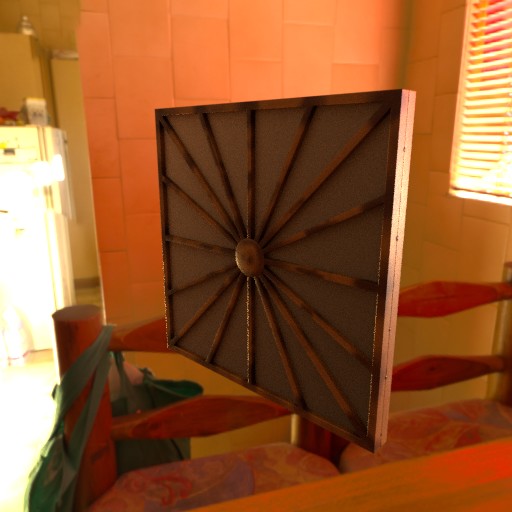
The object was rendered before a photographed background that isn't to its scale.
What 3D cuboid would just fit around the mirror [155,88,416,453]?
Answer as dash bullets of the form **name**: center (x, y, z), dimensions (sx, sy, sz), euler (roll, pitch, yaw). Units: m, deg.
- **mirror**: center (0.000, 0.000, 0.770), dimensions (0.509, 0.507, 0.042), euler (13, 20, 41)
